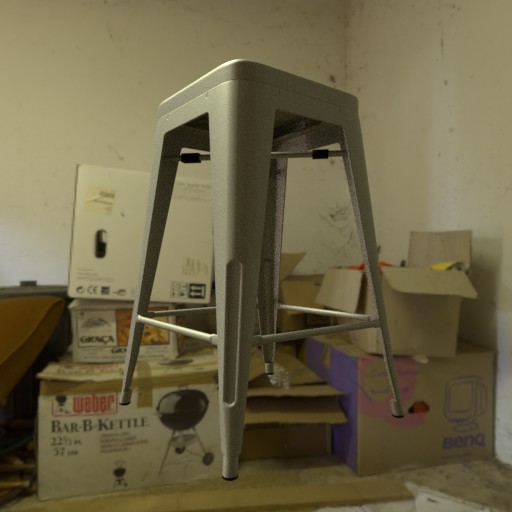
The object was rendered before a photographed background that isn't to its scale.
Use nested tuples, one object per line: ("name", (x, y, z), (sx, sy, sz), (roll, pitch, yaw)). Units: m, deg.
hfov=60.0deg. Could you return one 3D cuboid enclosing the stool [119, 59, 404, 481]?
("stool", (0.000, 0.000, 0.875), (0.406, 0.610, 0.406), (0, 0, -38))
